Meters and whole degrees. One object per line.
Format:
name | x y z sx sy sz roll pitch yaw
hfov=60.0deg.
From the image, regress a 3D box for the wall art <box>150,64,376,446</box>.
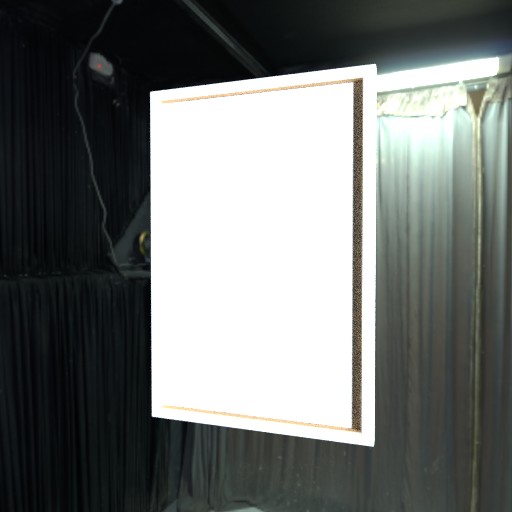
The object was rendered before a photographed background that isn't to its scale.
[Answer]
wall art | 0.000 0.000 1.170 0.607 0.912 0.038 0 1 18
